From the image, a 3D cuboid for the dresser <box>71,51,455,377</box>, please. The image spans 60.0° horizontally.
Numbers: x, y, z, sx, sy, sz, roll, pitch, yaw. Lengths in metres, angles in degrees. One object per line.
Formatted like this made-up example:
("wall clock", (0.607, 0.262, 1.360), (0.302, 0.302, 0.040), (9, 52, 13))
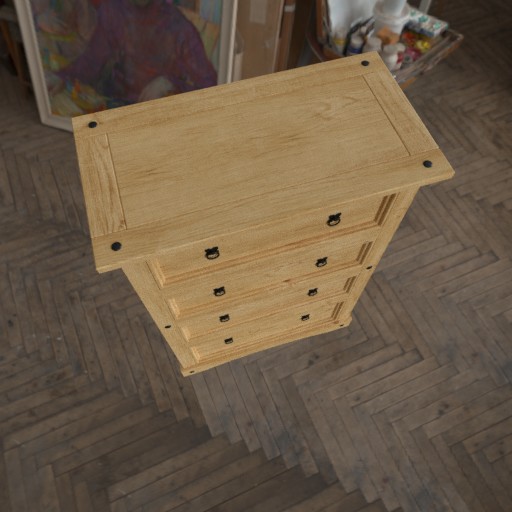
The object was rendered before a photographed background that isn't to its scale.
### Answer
("dresser", (0.000, 0.000, 1.747), (0.915, 1.300, 0.485), (-16, 64, -8))
